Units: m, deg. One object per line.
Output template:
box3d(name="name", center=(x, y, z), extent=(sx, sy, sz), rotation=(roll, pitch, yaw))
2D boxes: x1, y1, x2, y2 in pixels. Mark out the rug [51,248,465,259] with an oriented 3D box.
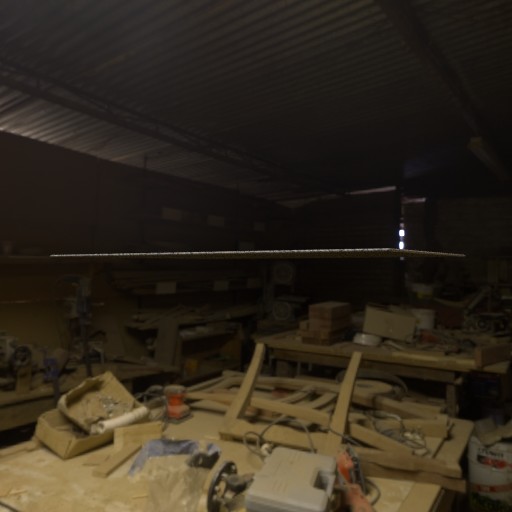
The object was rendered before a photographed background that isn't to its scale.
box3d(name="rug", center=(0.000, 0.000, 2.343), extent=(1.824, 0.008, 1.220), rotation=(-1, -1, 35))
